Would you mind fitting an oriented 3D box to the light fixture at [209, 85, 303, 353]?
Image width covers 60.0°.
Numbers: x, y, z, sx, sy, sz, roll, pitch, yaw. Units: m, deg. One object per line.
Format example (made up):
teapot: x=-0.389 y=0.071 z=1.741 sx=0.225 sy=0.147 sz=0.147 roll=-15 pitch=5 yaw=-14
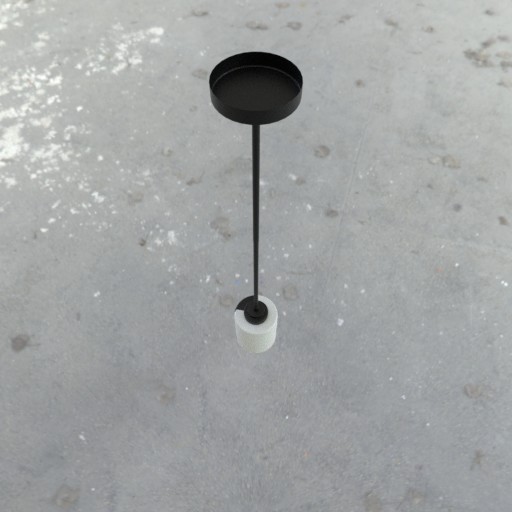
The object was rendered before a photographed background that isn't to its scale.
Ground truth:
light fixture: x=0.000 y=0.000 z=0.945 sx=0.123 sy=0.863 sz=0.123 roll=15 pitch=59 yaw=10
